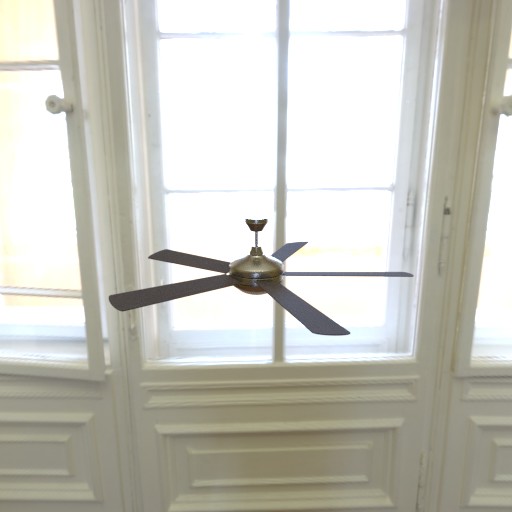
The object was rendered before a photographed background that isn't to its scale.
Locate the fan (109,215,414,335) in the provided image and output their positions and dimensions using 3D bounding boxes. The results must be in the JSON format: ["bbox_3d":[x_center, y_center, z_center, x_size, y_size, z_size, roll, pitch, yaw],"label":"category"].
[{"bbox_3d":[0.000,0.000,2.009,1.321,0.356,1.321,-14,20,-43],"label":"fan"}]
